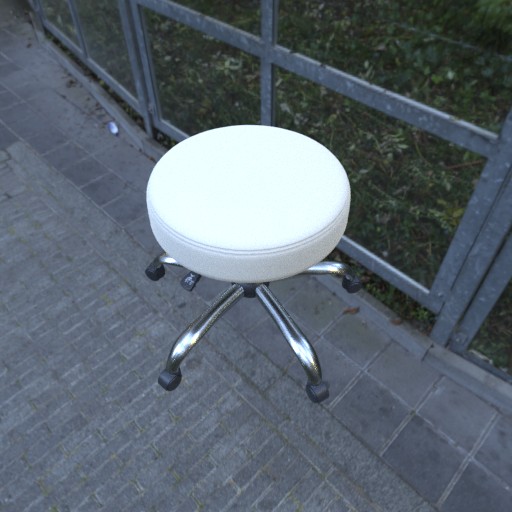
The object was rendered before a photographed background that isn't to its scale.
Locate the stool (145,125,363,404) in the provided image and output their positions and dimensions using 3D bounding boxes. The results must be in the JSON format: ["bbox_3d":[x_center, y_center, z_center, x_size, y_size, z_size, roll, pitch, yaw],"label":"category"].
[{"bbox_3d":[0.000,0.000,1.067,0.634,0.482,0.614,-24,51,-21],"label":"stool"}]
